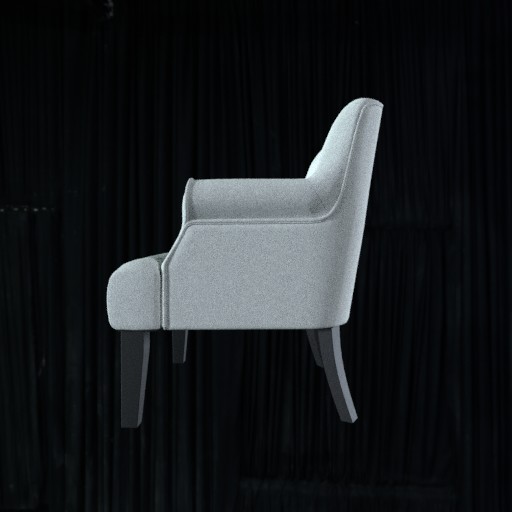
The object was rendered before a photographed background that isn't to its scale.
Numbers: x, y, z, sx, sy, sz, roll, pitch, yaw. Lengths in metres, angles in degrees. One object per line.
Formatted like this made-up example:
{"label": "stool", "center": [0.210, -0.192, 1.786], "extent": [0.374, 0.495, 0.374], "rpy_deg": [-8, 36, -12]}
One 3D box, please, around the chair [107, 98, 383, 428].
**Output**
{"label": "chair", "center": [0.000, 0.000, 1.469], "extent": [0.750, 0.875, 0.781], "rpy_deg": [0, 1, 1]}
